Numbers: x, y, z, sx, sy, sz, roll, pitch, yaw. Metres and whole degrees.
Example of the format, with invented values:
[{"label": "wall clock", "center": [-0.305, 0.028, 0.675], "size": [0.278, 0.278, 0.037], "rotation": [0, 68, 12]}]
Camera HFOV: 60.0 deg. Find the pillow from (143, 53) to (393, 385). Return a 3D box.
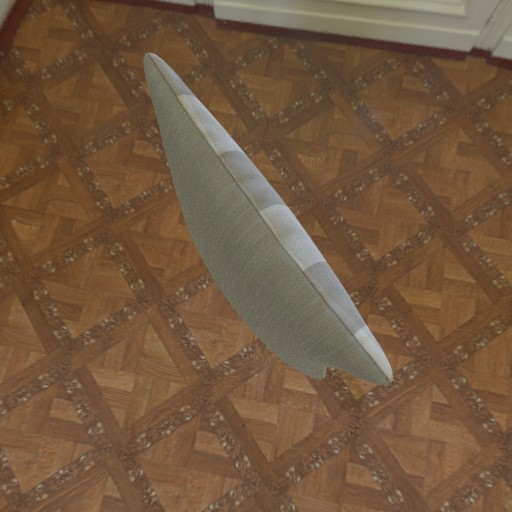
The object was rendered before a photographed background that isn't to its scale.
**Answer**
[{"label": "pillow", "center": [0.000, 0.000, 0.774], "size": [0.161, 0.509, 0.511], "rotation": [-34, 77, -8]}]
